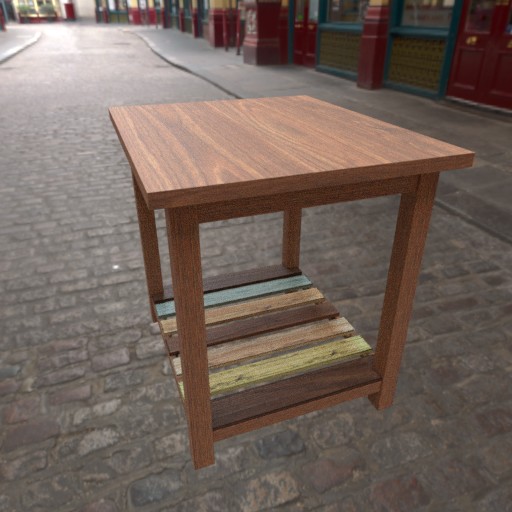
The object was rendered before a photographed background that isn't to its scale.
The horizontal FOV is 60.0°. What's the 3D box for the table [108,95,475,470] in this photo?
[{"bbox_3d":[0.000,0.000,1.100,0.559,0.635,0.660,-10,30,-18],"label":"table"}]
